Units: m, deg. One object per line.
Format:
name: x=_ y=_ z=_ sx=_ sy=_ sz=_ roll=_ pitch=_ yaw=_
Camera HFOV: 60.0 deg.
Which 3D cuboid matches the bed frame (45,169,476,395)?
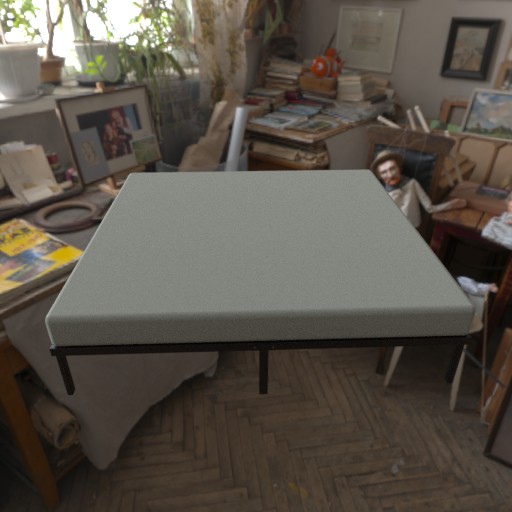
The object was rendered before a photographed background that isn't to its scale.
bed frame: x=0.000 y=0.000 z=3.887 sx=2.635 sy=0.680 sz=2.526 roll=-1 pitch=31 yaw=-2
